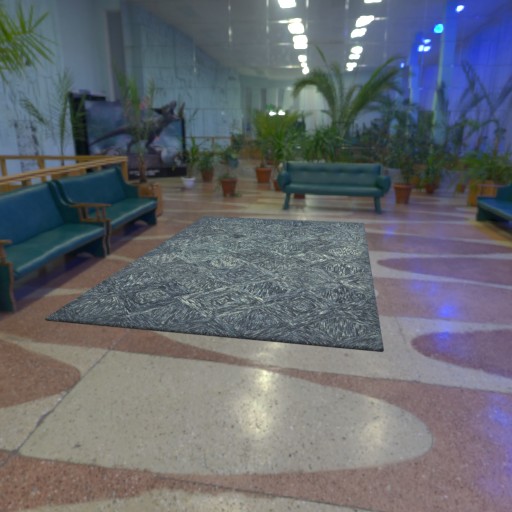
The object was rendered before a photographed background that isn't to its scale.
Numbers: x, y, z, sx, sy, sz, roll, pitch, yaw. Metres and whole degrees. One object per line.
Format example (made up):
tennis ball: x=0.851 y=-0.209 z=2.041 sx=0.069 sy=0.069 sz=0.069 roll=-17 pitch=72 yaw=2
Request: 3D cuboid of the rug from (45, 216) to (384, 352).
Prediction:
rug: x=0.000 y=0.000 z=2.952 sx=1.478 sy=0.017 sz=2.330 roll=3 pitch=17 yaw=11
